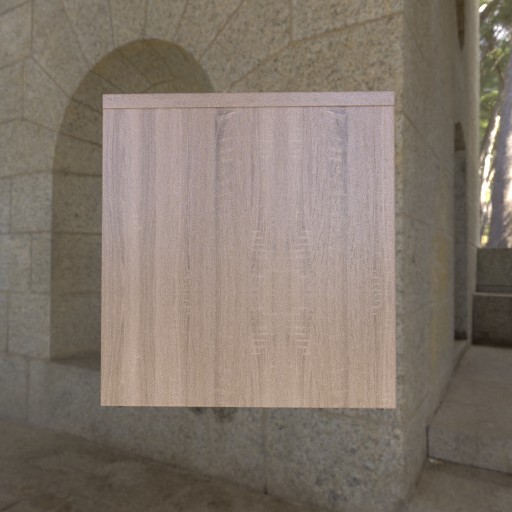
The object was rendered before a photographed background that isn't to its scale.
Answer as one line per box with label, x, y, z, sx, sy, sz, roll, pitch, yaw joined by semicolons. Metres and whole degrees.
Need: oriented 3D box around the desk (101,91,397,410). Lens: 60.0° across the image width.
desk;0.000;0.000;1.728;0.690;0.745;1.380;0;-1;2
